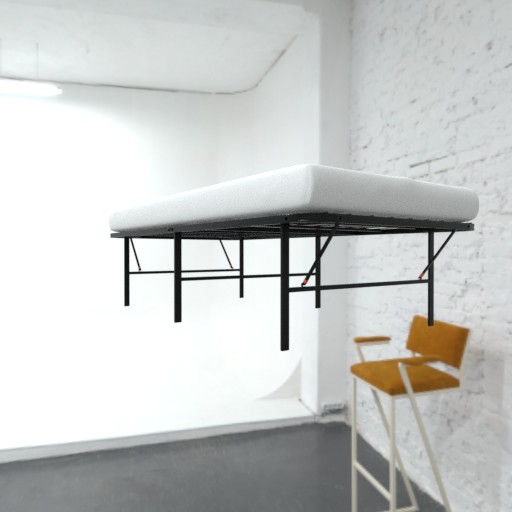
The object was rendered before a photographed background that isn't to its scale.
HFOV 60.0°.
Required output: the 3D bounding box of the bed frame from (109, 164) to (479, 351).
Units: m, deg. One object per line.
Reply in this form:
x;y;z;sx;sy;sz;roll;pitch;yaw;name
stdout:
0.000;0.000;2.344;0.989;0.619;1.903;0;1;-36;bed frame
